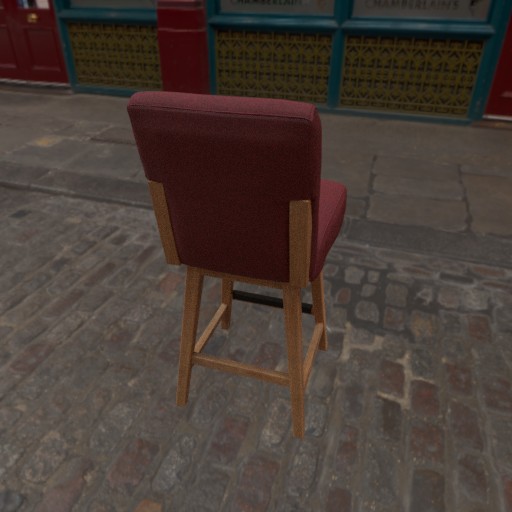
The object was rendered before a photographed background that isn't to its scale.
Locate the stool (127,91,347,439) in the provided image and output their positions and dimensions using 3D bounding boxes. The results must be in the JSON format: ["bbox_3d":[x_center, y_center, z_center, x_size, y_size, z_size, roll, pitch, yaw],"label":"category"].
[{"bbox_3d":[0.000,0.000,1.360,0.468,1.038,0.562,9,32,15],"label":"stool"}]
